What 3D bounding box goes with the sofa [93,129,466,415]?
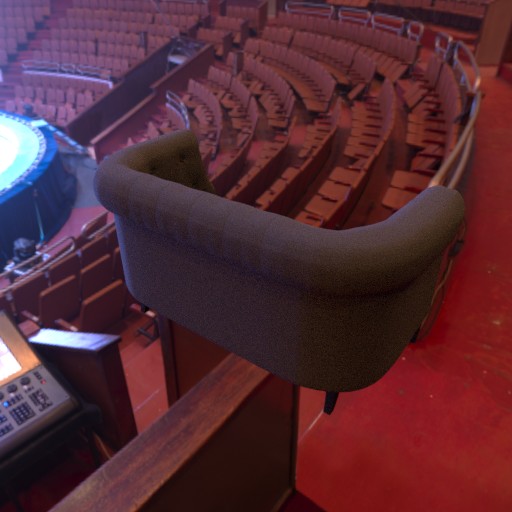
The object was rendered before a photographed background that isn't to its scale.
[{"bbox_3d":[0.000,0.000,2.027,1.558,0.827,0.835,21,37,31],"label":"sofa"}]
